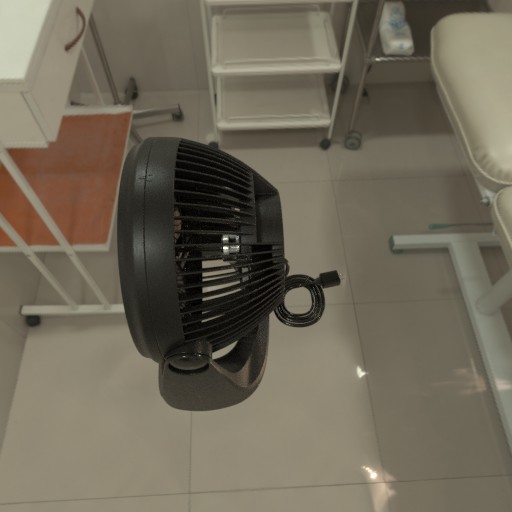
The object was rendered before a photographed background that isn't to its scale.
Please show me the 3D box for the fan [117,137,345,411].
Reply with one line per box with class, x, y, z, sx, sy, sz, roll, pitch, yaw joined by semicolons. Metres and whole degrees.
fan;0.000;0.000;0.497;0.256;0.277;0.273;-3;59;-2
